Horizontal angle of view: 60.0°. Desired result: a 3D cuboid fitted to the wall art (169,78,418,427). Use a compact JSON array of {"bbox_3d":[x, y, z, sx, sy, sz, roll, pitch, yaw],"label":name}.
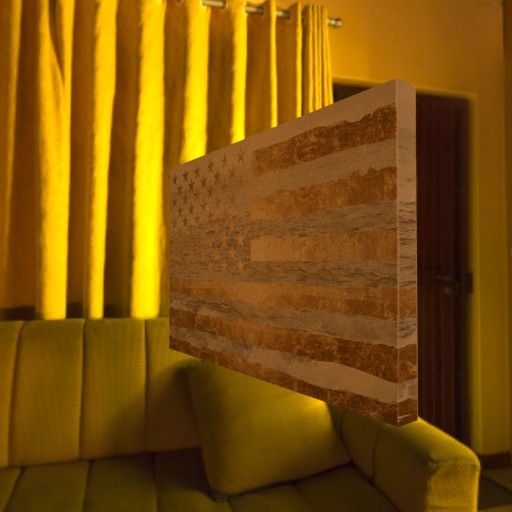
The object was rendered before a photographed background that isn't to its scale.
[{"bbox_3d":[0.000,0.000,0.771,0.041,0.407,0.606,1,-2,-37],"label":"wall art"}]
